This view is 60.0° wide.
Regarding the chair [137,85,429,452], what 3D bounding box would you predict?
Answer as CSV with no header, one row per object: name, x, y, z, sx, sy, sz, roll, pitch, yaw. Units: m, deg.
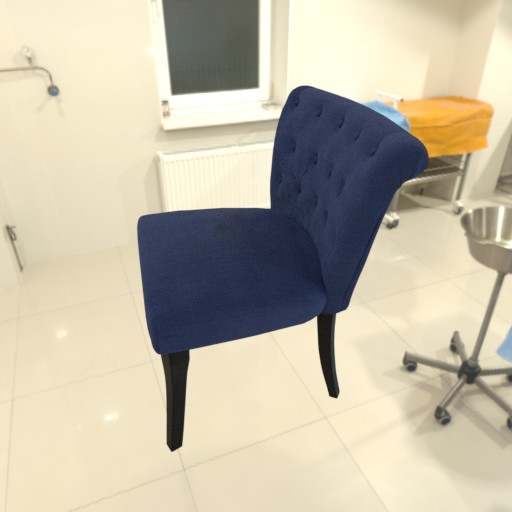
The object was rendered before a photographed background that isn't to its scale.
chair,0.000,0.000,1.186,0.606,0.753,0.585,-8,32,-13
